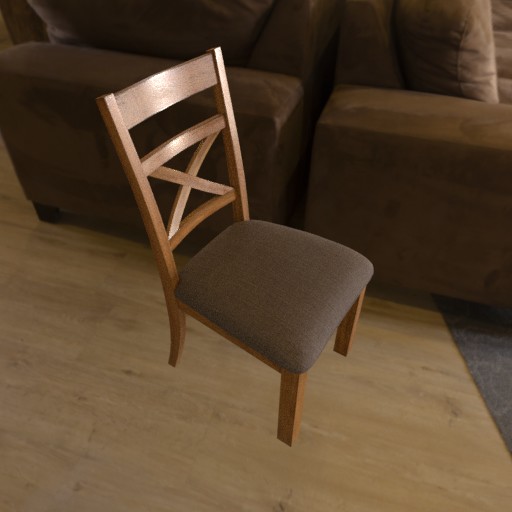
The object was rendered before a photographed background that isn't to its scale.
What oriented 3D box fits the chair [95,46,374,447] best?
[{"bbox_3d":[0.000,0.000,1.268,0.581,0.949,0.470,24,47,24],"label":"chair"}]
